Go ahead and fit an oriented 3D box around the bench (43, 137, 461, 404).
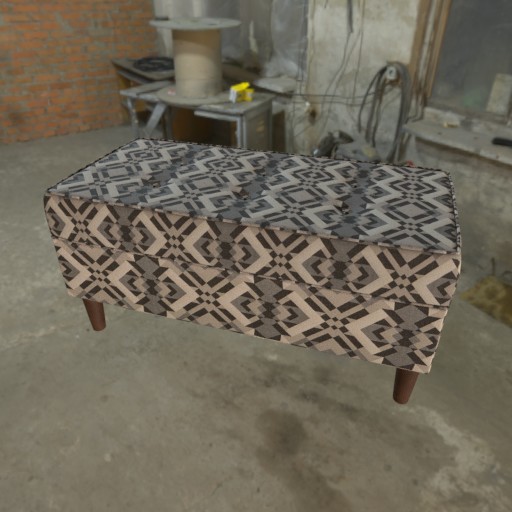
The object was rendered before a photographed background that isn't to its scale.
[{"bbox_3d":[0.000,0.000,1.299,1.016,0.477,0.492,10,34,15],"label":"bench"}]
